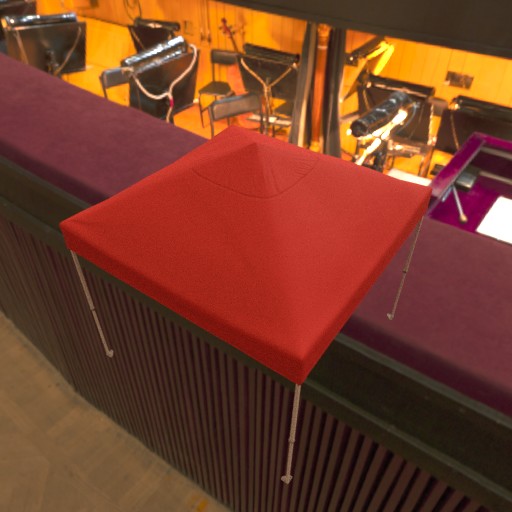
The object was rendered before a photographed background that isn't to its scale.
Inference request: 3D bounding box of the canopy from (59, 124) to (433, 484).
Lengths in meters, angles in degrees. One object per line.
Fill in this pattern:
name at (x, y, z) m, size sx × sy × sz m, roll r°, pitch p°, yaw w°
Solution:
canopy at (0.000, 0.000, 5.403) m, size 2.998 × 2.997 × 2.996 m, roll 25°, pitch 47°, yaw 26°
